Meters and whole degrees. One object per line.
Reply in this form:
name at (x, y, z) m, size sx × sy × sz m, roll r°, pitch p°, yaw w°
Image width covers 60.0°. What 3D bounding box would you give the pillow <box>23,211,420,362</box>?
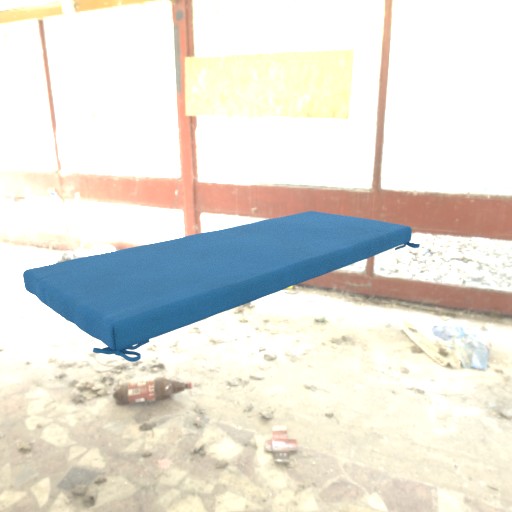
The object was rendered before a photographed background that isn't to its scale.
pillow at (0.000, 0.000, 1.314) m, size 0.492 × 0.081 × 1.187 m, roll 16°, pitch 22°, yaw 43°
